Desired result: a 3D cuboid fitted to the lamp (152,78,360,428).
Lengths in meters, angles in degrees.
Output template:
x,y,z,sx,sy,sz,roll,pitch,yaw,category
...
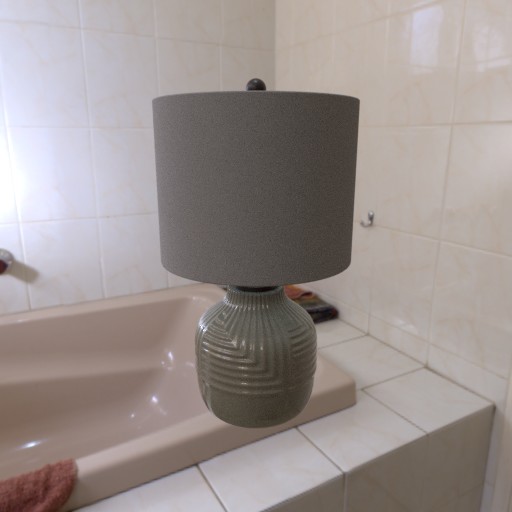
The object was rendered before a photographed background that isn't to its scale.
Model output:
x,y,z,sx,sy,sz,roll,pitch,yaw,category
0.000,0.000,0.756,0.318,0.567,0.318,0,15,0,lamp
